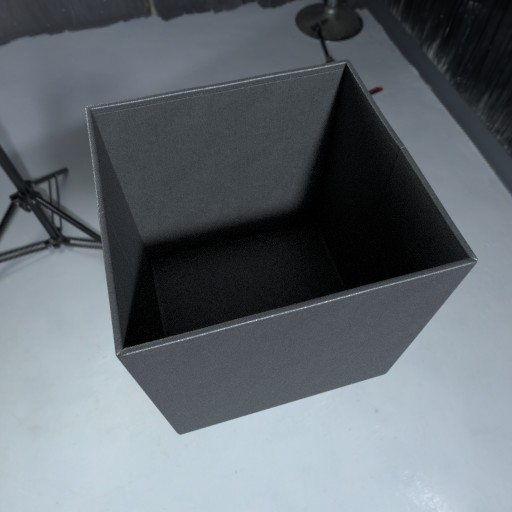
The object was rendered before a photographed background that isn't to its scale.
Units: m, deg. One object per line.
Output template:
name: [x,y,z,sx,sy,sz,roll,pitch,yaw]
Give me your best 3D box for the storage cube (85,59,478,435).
storage cube: [0.000,0.000,0.491,0.270,0.280,0.270,-14,59,-8]
